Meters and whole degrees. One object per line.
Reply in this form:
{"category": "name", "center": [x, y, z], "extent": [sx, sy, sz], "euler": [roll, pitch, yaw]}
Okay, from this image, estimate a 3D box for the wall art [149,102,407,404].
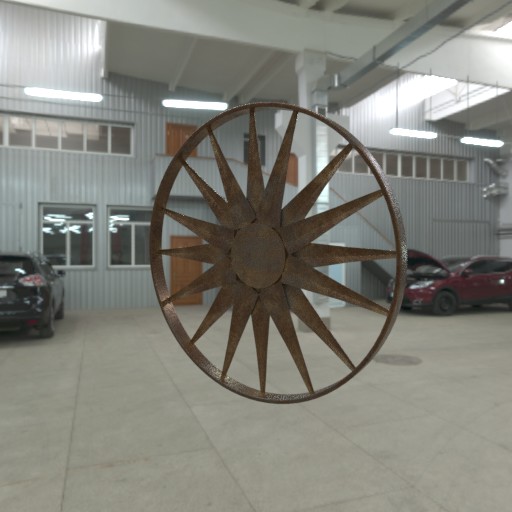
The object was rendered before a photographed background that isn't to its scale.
{"category": "wall art", "center": [0.000, 0.000, 0.879], "extent": [0.582, 0.583, 0.084], "euler": [0, 0, 35]}
